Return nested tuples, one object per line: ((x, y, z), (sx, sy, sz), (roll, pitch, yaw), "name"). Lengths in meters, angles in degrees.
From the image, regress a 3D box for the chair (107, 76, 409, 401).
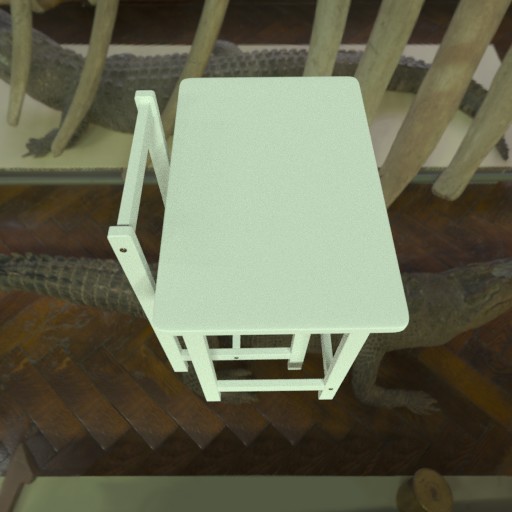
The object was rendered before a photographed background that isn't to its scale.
((0.000, 0.000, 1.052), (0.461, 0.673, 0.599), (-1, 58, 0), "chair")
